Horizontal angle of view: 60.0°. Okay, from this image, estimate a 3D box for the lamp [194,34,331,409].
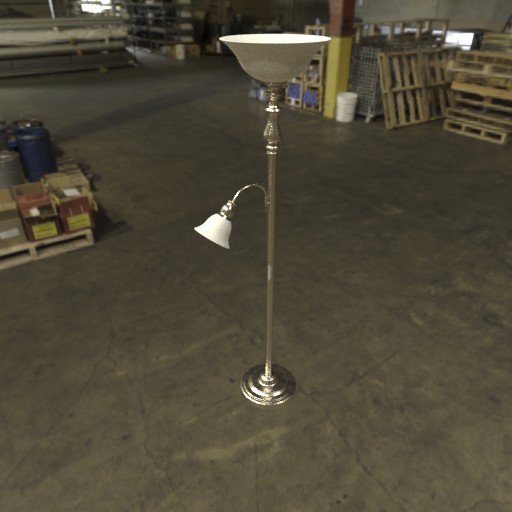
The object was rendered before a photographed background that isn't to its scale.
[{"bbox_3d":[0.000,0.000,2.025,0.575,1.785,0.405,-19,35,-30],"label":"lamp"}]
